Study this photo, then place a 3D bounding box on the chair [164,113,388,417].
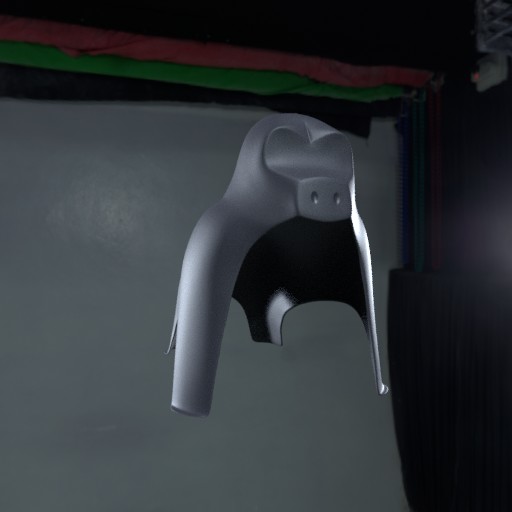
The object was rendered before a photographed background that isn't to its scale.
[{"bbox_3d":[0.000,0.000,1.135,0.490,0.600,0.758,0,0,-19],"label":"chair"}]
